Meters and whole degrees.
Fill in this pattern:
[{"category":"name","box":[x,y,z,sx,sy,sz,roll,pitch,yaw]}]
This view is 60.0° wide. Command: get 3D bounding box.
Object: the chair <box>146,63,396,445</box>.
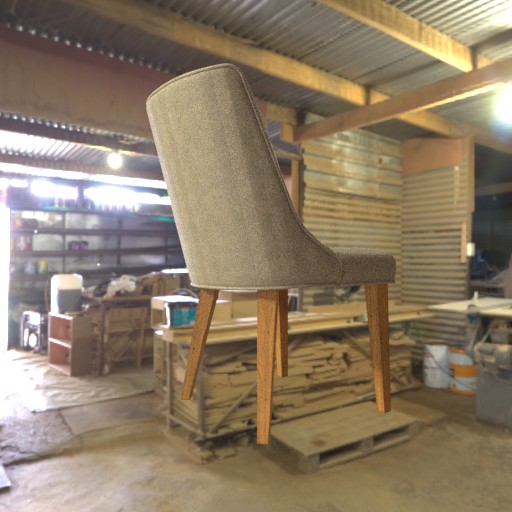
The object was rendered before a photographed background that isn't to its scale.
[{"category":"chair","box":[0.000,0.000,1.334,0.636,0.916,0.548,0,0,-36]}]
